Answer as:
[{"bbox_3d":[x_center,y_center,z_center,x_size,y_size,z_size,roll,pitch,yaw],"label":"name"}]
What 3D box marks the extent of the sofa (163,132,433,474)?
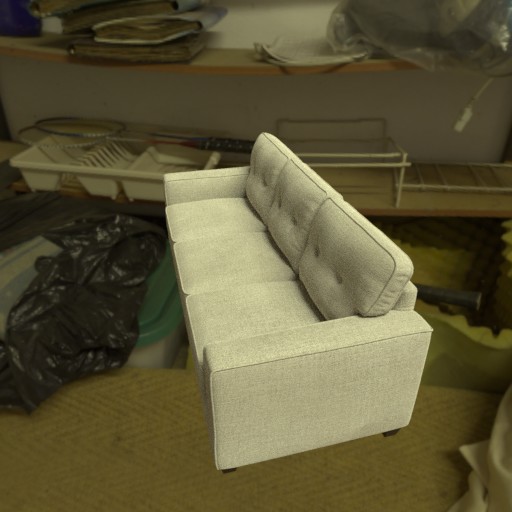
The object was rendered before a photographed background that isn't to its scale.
[{"bbox_3d":[0.000,0.000,2.633,0.939,0.965,2.133,-8,31,-13],"label":"sofa"}]
